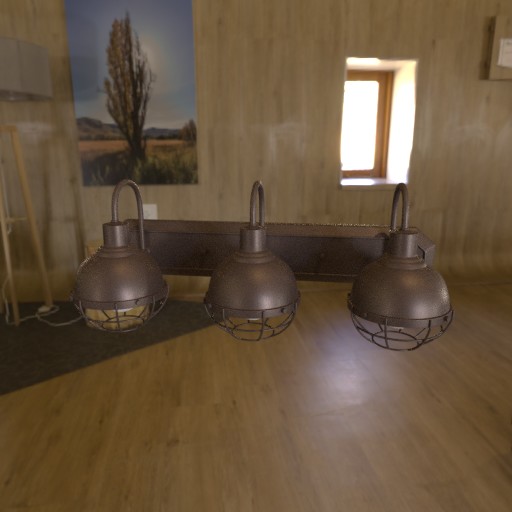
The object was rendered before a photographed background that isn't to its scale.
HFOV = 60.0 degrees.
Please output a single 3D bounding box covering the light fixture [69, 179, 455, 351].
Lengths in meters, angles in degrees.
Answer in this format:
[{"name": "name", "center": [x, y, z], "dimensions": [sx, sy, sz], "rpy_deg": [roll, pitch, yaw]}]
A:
[{"name": "light fixture", "center": [0.000, 0.000, 0.765], "dimensions": [0.634, 0.254, 0.229], "rpy_deg": [2, 14, 8]}]
